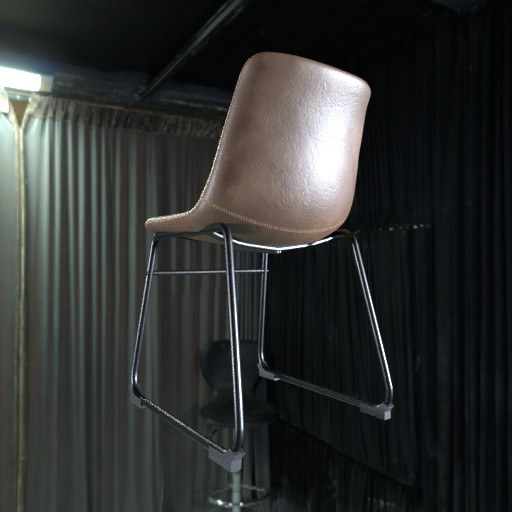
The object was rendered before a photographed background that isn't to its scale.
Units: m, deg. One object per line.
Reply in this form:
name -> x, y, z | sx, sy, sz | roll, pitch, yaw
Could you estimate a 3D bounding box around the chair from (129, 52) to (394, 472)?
chair -> 0.000, 0.000, 1.121 | 0.460, 0.780, 0.551 | 0, 0, -36
